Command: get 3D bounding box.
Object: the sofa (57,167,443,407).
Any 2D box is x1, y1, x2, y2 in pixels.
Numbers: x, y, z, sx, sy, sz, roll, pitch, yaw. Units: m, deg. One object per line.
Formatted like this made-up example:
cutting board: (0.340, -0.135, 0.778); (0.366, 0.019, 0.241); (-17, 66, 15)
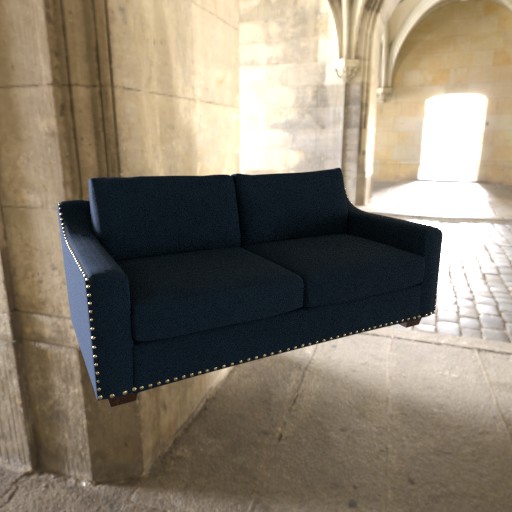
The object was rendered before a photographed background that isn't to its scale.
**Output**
sofa: (0.000, 0.000, 2.733); (2.107, 0.983, 1.104); (-8, 17, -27)
